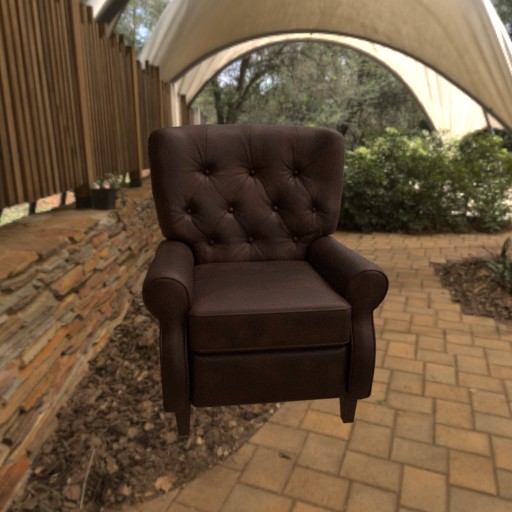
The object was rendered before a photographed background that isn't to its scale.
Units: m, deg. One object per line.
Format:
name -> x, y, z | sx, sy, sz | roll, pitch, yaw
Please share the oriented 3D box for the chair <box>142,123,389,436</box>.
chair -> 0.000, 0.000, 1.979 | 0.948, 1.158, 1.058 | -2, 15, -7
